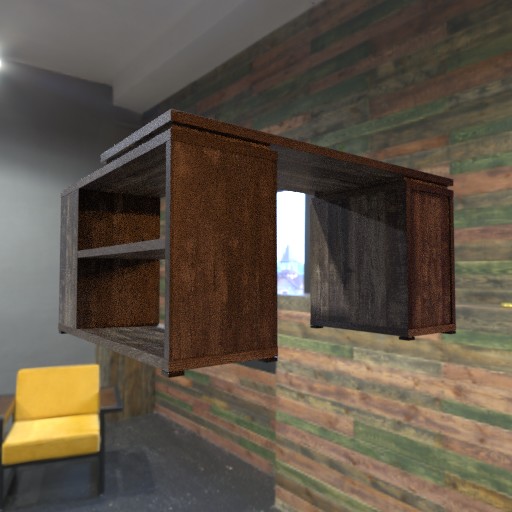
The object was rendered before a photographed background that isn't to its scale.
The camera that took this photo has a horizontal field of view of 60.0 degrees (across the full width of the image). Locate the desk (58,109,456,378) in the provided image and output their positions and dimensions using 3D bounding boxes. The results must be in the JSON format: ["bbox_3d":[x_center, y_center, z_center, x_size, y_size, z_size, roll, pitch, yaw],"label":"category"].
[{"bbox_3d":[0.000,0.000,2.175,1.524,0.753,1.200,2,-3,-37],"label":"desk"}]
